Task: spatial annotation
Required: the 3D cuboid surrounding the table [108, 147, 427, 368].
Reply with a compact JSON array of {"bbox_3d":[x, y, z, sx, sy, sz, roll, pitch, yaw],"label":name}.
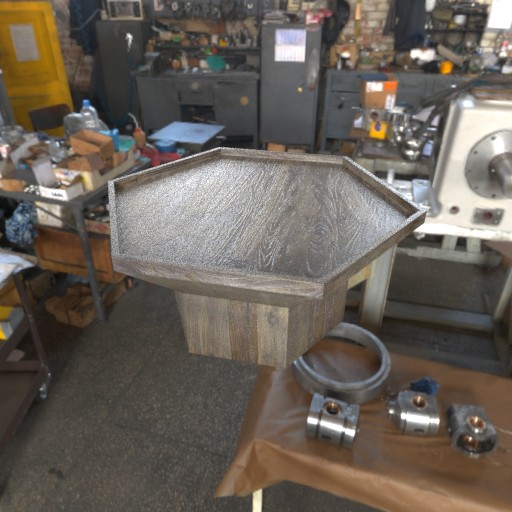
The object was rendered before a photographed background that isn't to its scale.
[{"bbox_3d":[0.000,0.000,1.641,0.966,0.488,1.115,-9,32,-14],"label":"table"}]
